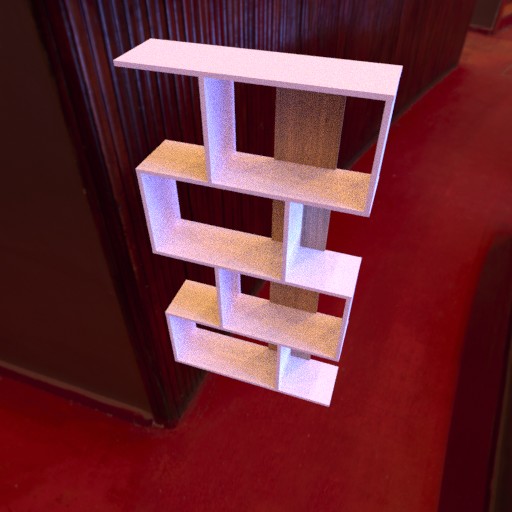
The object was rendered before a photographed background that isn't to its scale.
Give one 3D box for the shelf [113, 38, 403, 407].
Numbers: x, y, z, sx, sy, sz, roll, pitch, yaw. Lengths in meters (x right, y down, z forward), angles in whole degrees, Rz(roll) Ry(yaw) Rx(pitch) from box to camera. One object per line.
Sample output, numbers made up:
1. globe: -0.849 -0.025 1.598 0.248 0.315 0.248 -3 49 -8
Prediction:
1. shelf: 0.000 0.000 1.962 0.890 1.650 0.250 13 43 14
